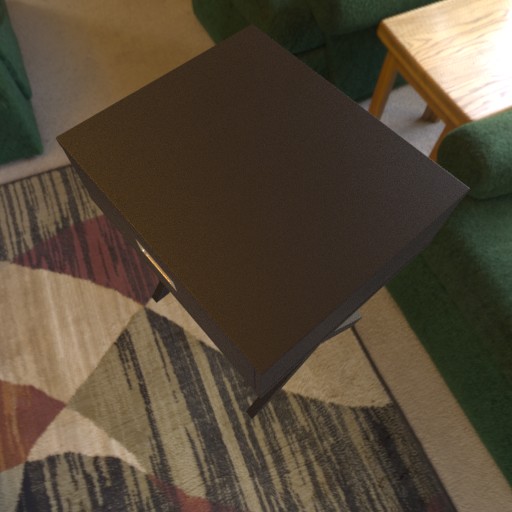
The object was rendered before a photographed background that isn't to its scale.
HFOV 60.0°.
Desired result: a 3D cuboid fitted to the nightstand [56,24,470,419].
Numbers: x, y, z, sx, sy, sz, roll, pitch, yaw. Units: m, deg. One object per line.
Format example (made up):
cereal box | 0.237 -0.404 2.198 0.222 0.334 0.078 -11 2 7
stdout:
nightstand | 0.000 0.000 0.937 0.402 0.623 0.479 -38 69 -17
